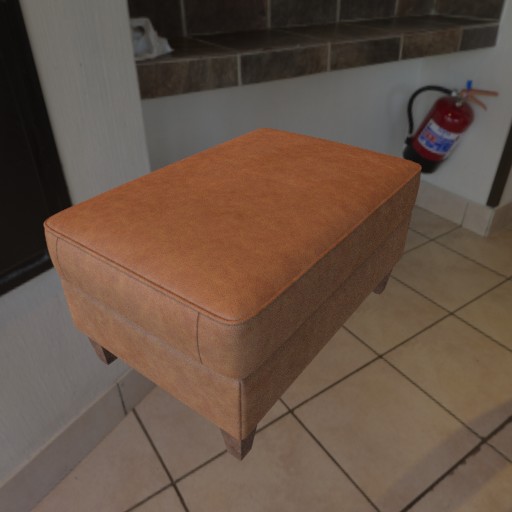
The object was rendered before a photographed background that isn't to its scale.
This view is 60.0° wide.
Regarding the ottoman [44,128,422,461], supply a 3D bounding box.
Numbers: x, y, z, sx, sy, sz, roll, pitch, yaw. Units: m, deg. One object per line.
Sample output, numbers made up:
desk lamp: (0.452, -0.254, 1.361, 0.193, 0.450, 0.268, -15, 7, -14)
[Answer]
ottoman: (0.000, 0.000, 1.199, 0.584, 0.483, 0.864, 23, 40, 30)
